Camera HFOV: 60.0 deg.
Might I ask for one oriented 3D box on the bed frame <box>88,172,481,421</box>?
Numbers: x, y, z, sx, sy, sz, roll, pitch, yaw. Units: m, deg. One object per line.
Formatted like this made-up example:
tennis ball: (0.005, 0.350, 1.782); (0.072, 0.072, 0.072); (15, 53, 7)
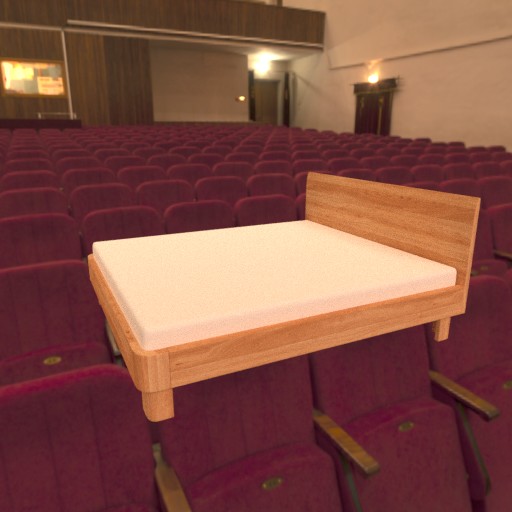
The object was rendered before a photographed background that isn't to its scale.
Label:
bed frame: (0.000, 0.000, 3.152); (2.092, 0.940, 1.872); (-8, 18, -25)
